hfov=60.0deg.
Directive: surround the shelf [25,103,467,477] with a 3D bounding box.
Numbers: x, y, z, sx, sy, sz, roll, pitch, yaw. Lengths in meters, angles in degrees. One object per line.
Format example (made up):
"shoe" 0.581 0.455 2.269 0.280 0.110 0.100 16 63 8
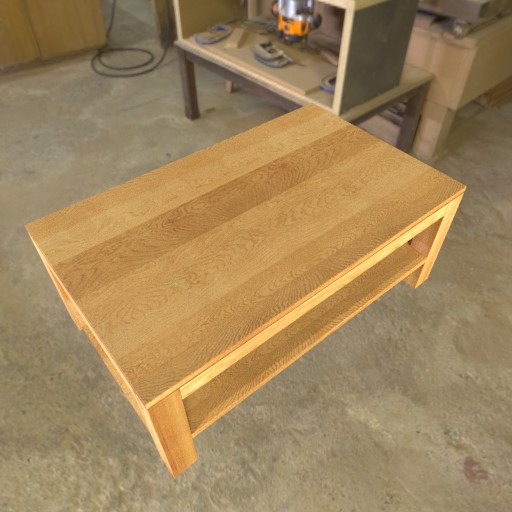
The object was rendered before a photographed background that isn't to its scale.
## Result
"shelf" 0.000 0.000 1.501 1.150 0.450 0.700 -30 53 -26
